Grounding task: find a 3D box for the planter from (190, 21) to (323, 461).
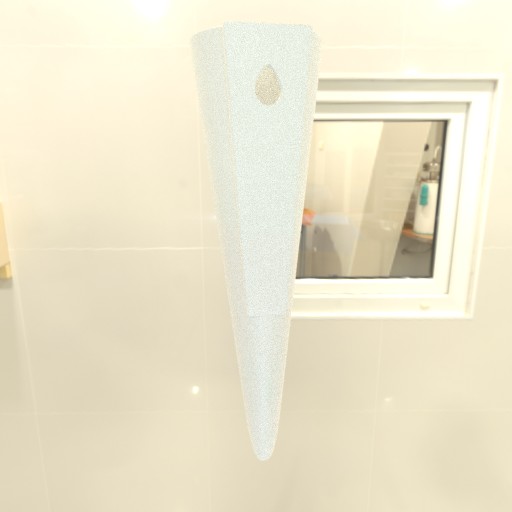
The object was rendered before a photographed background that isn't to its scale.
[{"bbox_3d":[0.000,0.000,0.217,0.057,0.193,0.064,-2,15,-8],"label":"planter"}]
